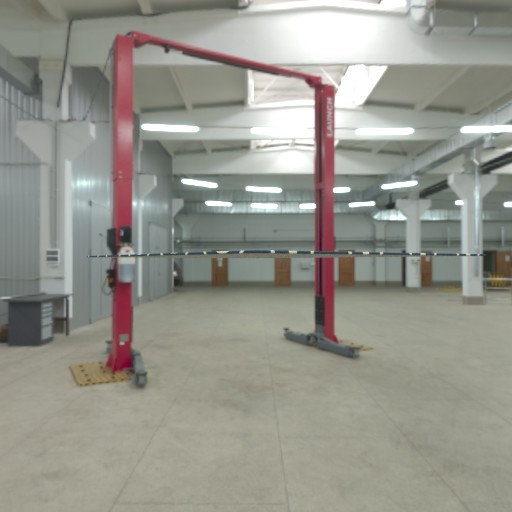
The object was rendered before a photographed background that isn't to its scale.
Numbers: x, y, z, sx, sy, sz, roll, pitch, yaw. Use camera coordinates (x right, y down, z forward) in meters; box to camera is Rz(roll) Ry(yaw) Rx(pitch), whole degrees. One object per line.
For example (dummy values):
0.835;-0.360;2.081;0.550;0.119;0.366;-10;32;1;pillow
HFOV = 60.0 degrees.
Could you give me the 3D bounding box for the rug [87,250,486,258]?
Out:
0.000;0.000;2.803;1.524;0.010;2.134;0;-1;-35;rug
